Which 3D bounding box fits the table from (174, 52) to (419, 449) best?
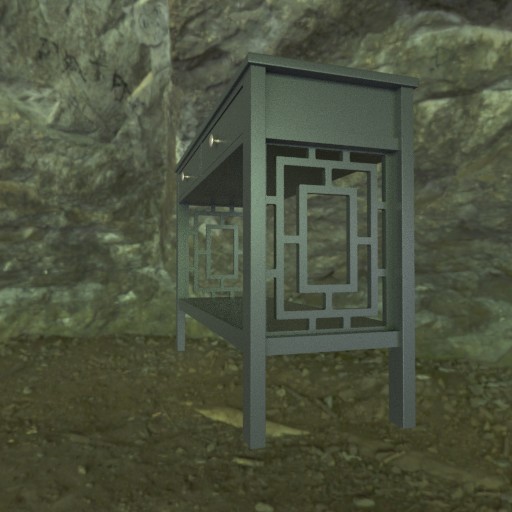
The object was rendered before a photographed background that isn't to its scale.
[{"bbox_3d":[0.000,0.000,1.398,0.397,0.753,1.068,0,-1,-18],"label":"table"}]
